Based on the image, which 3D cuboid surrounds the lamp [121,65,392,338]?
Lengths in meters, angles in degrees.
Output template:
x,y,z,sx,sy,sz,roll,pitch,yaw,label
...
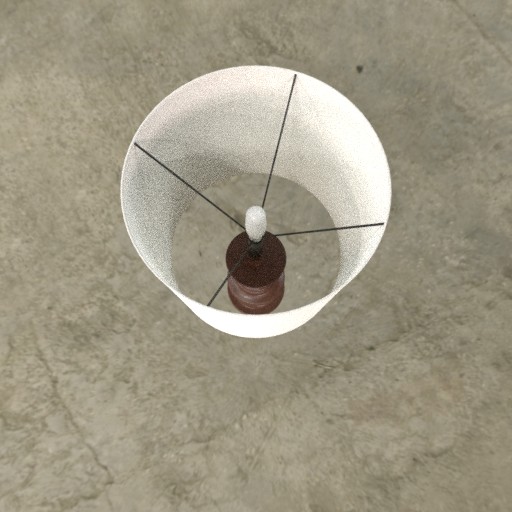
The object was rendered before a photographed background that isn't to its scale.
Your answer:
x,y,z,sx,sy,sz,roll,pitch,yaw,label
0.000,0.000,0.562,0.208,0.455,0.208,-1,75,0,lamp
